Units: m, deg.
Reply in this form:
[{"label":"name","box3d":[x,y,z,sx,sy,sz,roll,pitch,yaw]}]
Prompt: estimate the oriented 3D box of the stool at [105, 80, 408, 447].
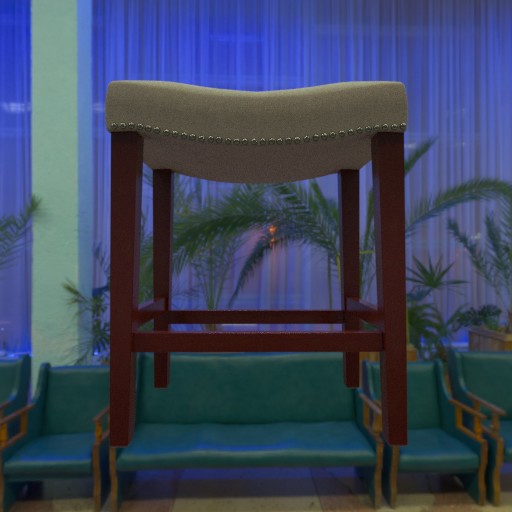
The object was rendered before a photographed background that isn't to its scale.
[{"label":"stool","box3d":[0.000,0.000,0.914,0.509,0.632,0.375,0,0,0]}]
